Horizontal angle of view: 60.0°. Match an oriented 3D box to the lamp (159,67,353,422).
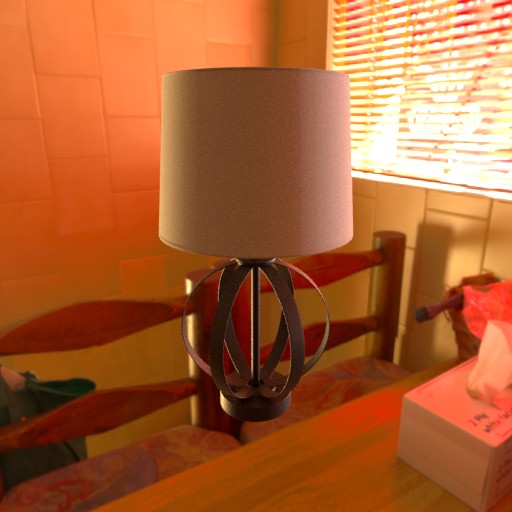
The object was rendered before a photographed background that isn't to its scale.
[{"bbox_3d":[0.000,0.000,0.680,0.286,0.510,0.286,0,17,0],"label":"lamp"}]
